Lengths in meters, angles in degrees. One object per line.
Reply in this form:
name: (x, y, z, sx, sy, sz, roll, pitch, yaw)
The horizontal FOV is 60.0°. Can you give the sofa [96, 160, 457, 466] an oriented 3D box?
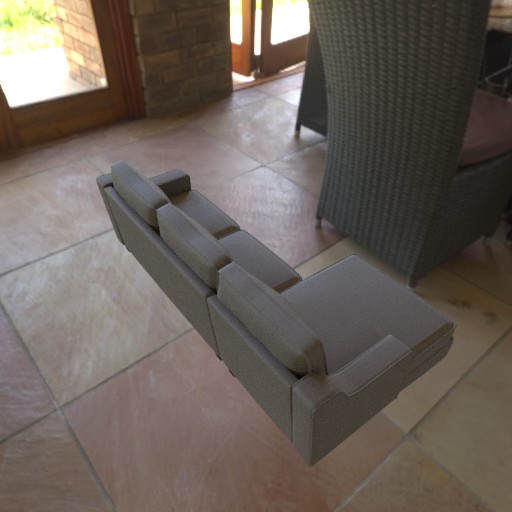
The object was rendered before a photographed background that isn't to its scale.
sofa: (0.000, 0.000, 3.222, 1.294, 0.928, 2.561, -26, 46, -27)
